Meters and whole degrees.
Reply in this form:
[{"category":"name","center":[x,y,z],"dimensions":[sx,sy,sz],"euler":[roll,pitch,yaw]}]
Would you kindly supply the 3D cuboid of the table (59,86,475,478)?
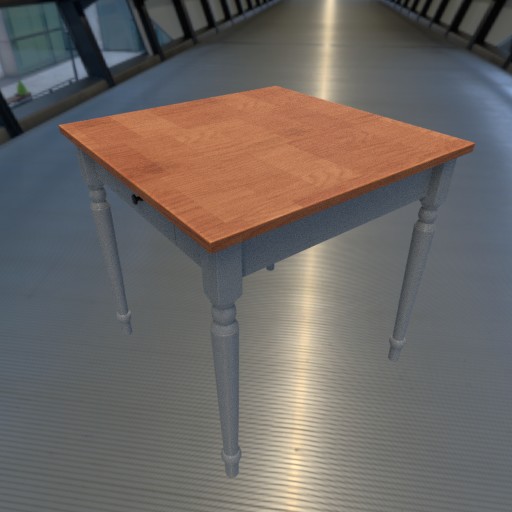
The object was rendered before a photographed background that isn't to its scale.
[{"category":"table","center":[0.000,0.000,1.318],"dimensions":[0.747,0.738,0.747],"euler":[-23,40,-30]}]
